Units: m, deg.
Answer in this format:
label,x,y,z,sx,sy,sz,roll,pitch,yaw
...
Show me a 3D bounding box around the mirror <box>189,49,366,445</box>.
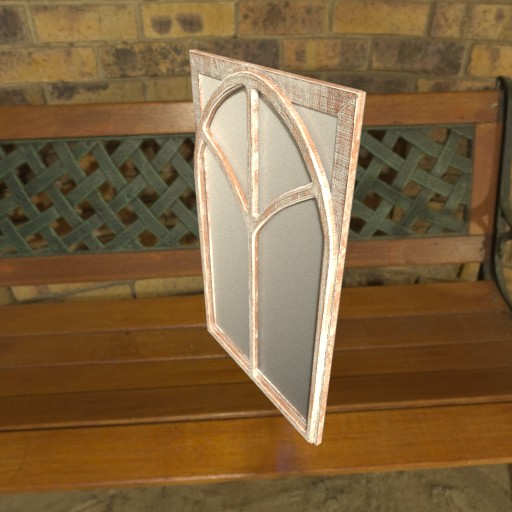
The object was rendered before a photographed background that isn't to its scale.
label,x,y,z,sx,sy,sz,roll,pitch,yaw
mirror,0.000,0.000,0.989,0.058,0.787,0.495,-21,38,-29
